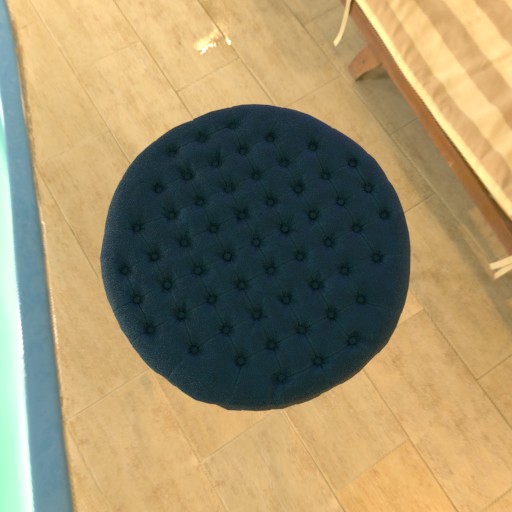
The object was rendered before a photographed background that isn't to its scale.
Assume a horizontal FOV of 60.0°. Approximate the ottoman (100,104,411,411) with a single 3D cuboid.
[{"bbox_3d":[0.000,0.000,1.529,0.998,0.398,0.998,0,75,0],"label":"ottoman"}]
